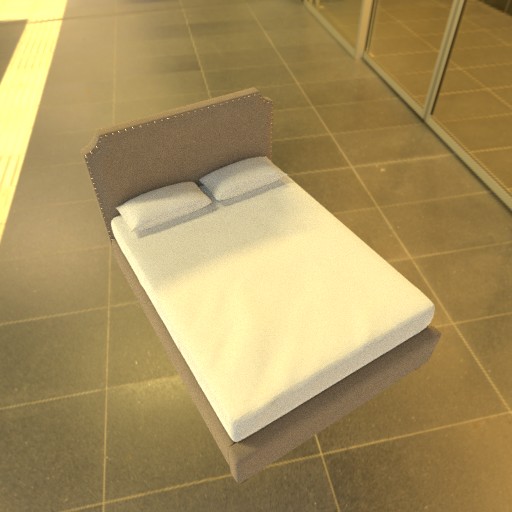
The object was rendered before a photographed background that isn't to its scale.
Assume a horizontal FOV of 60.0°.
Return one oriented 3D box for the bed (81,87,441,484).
[{"bbox_3d":[0.000,0.000,3.363,1.703,1.415,2.329,-24,50,-22],"label":"bed"}]
